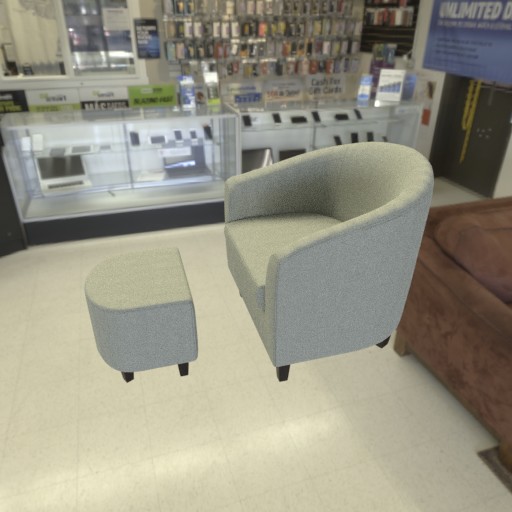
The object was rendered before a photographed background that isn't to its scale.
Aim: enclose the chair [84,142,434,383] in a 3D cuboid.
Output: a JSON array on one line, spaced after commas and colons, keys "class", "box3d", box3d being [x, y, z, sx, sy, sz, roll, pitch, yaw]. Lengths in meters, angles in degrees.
[{"class": "chair", "box3d": [0.000, 0.000, 1.738, 1.288, 0.757, 0.756, -8, 30, -14]}]
